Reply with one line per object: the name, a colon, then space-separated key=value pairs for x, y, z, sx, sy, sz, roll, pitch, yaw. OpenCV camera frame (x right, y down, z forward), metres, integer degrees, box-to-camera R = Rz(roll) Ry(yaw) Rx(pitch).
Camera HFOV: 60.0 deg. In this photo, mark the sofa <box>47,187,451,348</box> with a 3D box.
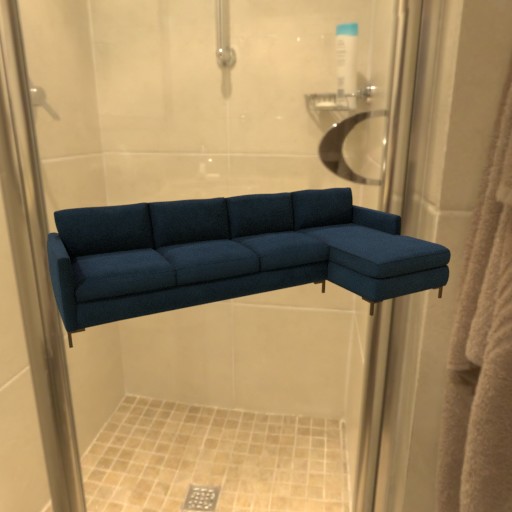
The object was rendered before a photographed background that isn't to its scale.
sofa: x=0.000 y=0.000 z=3.495 sx=2.932 sy=0.810 sz=1.350 roll=-9 pitch=18 yaw=-27
